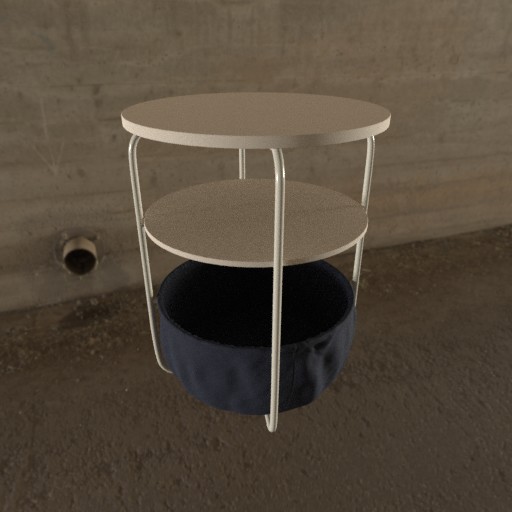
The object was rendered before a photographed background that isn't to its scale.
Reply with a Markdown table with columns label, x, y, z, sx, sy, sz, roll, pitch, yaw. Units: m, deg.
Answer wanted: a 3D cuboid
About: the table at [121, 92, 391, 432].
| label | x | y | z | sx | sy | sz | roll | pitch | yaw |
| --- | --- | --- | --- | --- | --- | --- | --- | --- | --- |
| table | 0.000 | 0.000 | 0.833 | 0.418 | 0.532 | 0.418 | 18 | 32 | 32 |
